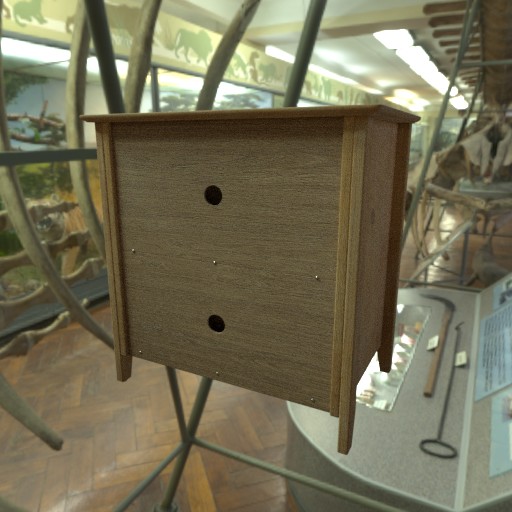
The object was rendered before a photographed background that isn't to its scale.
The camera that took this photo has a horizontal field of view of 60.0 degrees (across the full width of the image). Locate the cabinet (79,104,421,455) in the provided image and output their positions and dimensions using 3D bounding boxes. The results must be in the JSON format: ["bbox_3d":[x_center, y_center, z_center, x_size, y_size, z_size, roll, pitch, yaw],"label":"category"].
[{"bbox_3d":[0.000,0.000,1.264,0.763,0.762,0.503,8,16,27],"label":"cabinet"}]
